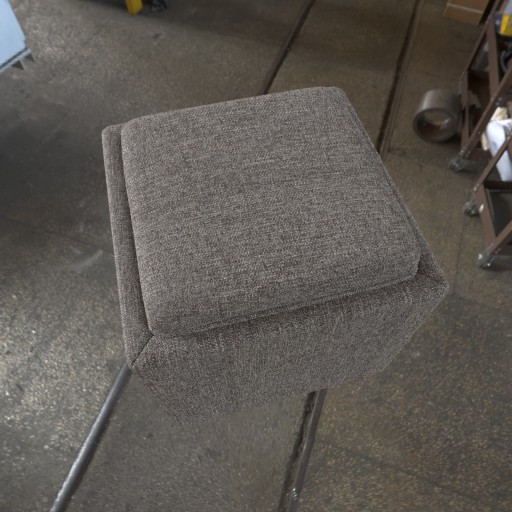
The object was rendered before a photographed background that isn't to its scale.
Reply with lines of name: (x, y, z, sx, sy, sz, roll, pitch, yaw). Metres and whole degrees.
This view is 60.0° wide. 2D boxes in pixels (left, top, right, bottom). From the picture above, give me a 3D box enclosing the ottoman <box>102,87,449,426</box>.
ottoman: (0.000, 0.000, 0.838, 0.450, 0.460, 0.450, -13, 60, -7)
